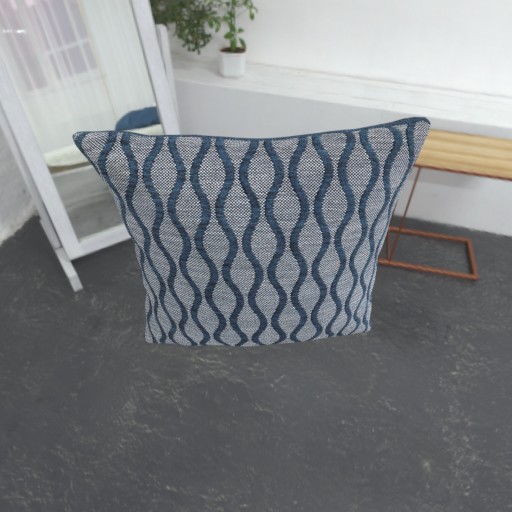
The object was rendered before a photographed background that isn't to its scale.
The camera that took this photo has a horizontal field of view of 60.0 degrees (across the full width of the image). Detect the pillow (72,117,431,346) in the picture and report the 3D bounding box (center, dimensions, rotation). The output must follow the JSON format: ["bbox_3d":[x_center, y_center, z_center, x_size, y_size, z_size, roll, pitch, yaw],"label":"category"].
[{"bbox_3d":[0.000,0.000,0.679,0.435,0.435,0.159,-3,45,-3],"label":"pillow"}]
